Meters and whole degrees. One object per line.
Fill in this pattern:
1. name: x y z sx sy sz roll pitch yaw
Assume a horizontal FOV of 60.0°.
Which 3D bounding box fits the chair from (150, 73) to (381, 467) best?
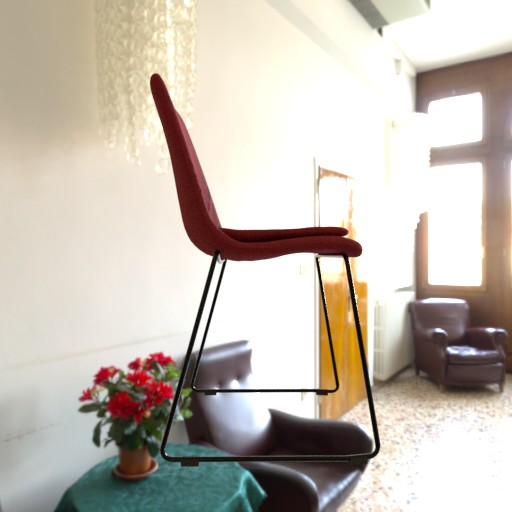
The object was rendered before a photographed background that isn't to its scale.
1. chair: 0.000 0.000 1.144 0.518 0.858 0.479 0 0 -1
